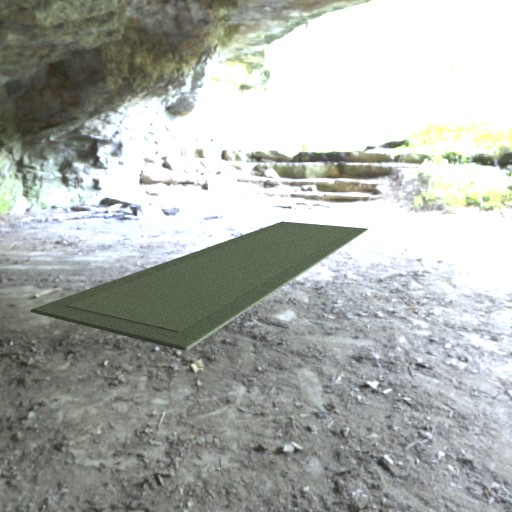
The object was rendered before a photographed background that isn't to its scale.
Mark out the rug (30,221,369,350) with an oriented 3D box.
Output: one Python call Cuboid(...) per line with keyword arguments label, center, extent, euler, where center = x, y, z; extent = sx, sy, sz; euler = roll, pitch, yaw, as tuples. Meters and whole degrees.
Cuboid(label="rug", center=(0.000, 0.000, 2.631), extent=(0.759, 0.012, 2.430), euler=(7, 15, 27))
